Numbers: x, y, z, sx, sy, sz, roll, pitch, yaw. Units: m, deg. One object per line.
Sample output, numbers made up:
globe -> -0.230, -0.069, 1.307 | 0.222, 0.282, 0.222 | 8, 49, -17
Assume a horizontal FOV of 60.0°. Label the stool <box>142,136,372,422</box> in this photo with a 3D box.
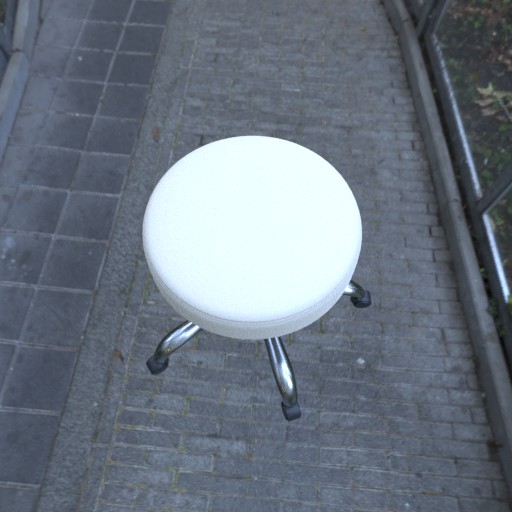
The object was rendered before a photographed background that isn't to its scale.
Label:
stool -> 0.000, 0.000, 1.055 | 0.634, 0.482, 0.614 | 17, 65, 8
